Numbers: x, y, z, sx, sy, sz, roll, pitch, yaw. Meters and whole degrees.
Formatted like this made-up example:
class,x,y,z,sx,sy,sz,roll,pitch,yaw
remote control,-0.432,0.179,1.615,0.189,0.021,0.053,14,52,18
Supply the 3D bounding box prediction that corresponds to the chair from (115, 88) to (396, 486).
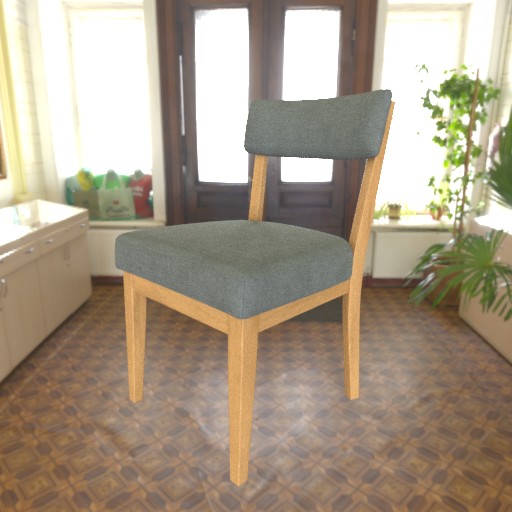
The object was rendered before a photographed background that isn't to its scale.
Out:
class,x,y,z,sx,sy,sz,roll,pitch,yaw
chair,0.000,0.000,1.172,0.572,0.832,0.508,-14,20,-43
